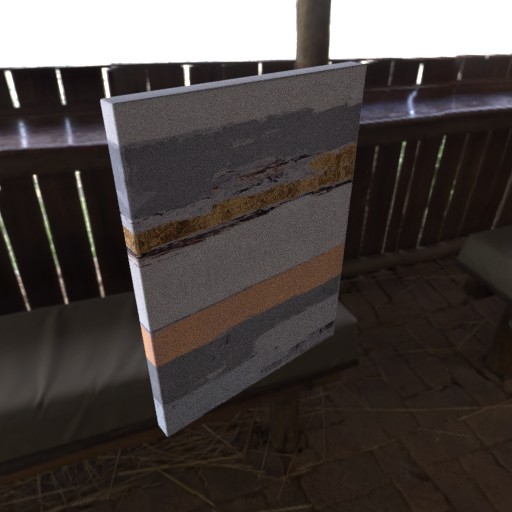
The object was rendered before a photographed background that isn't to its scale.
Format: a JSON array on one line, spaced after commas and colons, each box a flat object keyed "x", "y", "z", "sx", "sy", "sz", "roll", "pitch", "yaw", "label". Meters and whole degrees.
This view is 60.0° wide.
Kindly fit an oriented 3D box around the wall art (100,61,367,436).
[{"x": 0.000, "y": 0.000, "z": 0.805, "sx": 0.456, "sy": 0.609, "sz": 0.038, "roll": -23, "pitch": 39, "yaw": -32, "label": "wall art"}]
